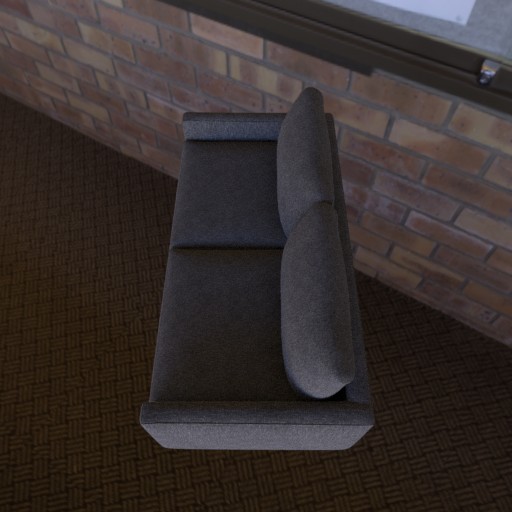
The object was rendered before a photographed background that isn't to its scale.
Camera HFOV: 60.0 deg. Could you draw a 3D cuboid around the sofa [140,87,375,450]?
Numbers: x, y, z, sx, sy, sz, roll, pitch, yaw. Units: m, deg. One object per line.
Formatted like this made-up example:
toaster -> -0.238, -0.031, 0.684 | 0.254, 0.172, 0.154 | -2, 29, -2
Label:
sofa -> 0.000, 0.000, 2.195 | 0.866, 0.862, 1.716 | 0, 57, 0
